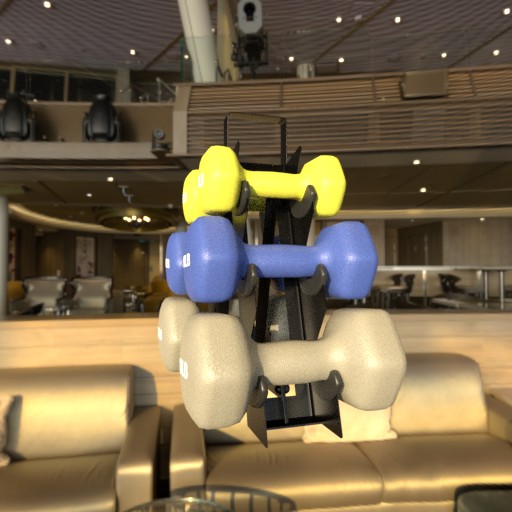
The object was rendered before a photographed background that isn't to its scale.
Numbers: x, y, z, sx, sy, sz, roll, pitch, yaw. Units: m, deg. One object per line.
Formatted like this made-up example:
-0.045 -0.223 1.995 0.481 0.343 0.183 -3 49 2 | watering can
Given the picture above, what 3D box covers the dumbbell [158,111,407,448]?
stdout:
0.000 0.000 0.671 0.261 0.426 0.416 1 -2 -18 | dumbbell
